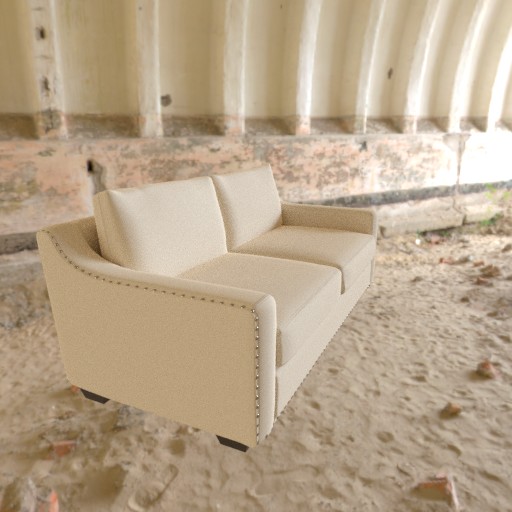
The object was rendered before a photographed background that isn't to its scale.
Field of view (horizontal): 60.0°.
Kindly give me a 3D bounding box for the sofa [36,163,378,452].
[{"bbox_3d":[0.000,0.000,2.299,0.949,0.830,1.812,8,18,25],"label":"sofa"}]
